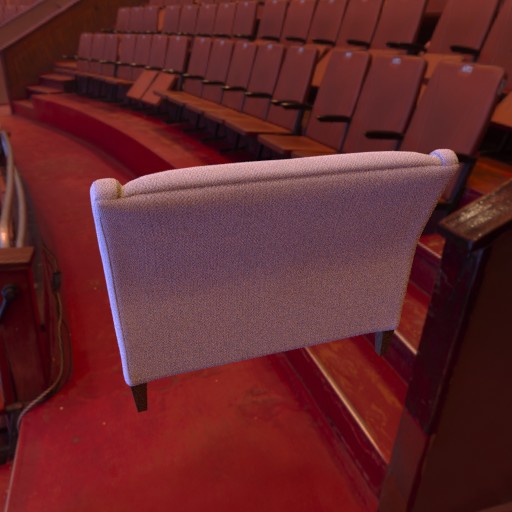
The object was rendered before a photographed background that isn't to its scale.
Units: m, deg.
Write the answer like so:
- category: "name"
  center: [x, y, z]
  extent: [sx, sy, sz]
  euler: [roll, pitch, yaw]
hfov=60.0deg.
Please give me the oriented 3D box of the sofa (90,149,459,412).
- category: "sofa"
  center: [0.000, 0.000, 1.939]
  extent: [1.242, 1.022, 0.870]
  euler: [-8, 28, -16]
